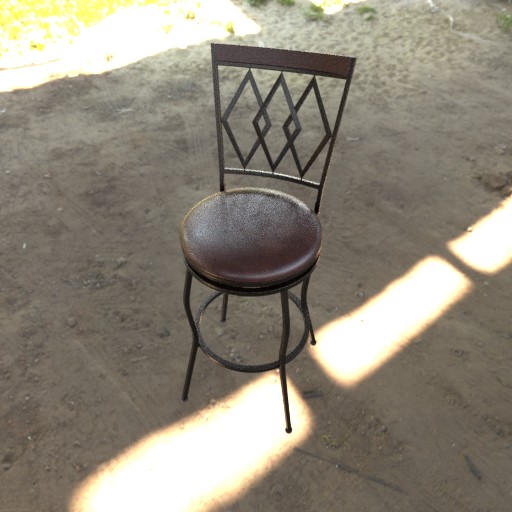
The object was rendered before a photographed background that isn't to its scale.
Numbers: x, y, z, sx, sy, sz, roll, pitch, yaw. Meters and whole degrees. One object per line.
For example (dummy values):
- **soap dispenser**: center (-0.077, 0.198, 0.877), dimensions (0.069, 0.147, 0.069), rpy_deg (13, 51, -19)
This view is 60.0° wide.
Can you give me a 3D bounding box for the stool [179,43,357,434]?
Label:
- **stool**: center (0.000, 0.000, 1.430), dimensions (0.432, 1.134, 0.521), rpy_deg (12, 43, 13)
